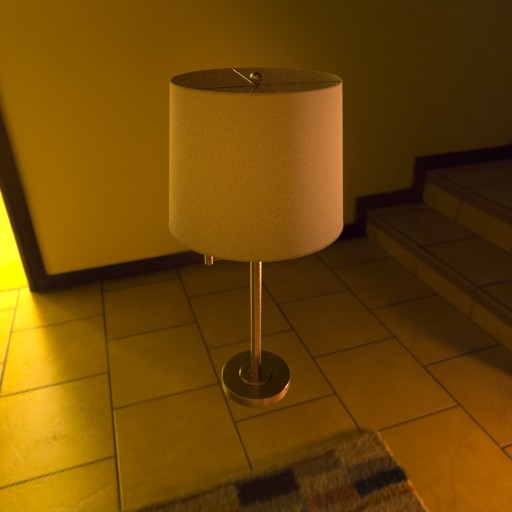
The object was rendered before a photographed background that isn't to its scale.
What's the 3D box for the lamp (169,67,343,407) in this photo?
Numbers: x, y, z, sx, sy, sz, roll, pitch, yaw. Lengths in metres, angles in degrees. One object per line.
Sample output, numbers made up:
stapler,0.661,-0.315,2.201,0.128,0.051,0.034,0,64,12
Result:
lamp,0.000,0.000,0.899,0.333,0.696,0.333,0,30,0
